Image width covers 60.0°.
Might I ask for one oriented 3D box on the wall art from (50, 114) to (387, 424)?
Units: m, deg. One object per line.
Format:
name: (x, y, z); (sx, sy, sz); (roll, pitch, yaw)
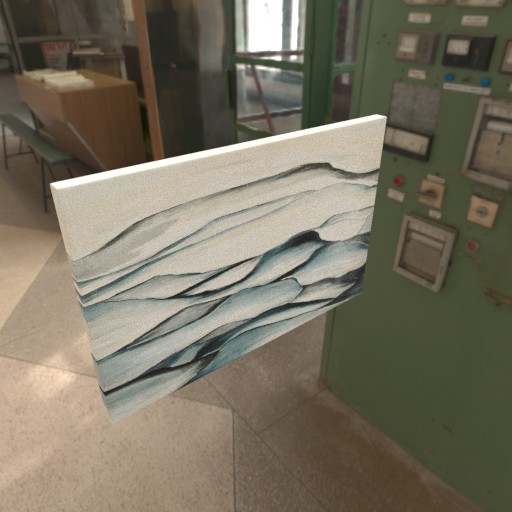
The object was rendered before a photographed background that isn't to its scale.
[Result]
wall art: (0.000, 0.000, 1.181); (0.914, 0.609, 0.039); (-21, 36, -32)
